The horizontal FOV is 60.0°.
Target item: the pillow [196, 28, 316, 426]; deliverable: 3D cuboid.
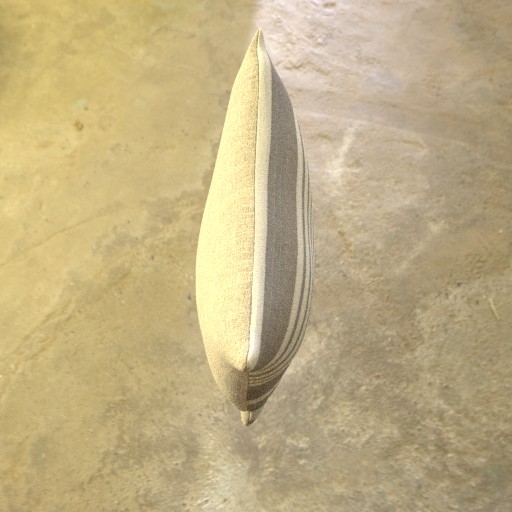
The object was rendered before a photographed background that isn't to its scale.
[{"bbox_3d":[0.000,0.000,0.656,0.182,0.440,0.439,2,65,1],"label":"pillow"}]
